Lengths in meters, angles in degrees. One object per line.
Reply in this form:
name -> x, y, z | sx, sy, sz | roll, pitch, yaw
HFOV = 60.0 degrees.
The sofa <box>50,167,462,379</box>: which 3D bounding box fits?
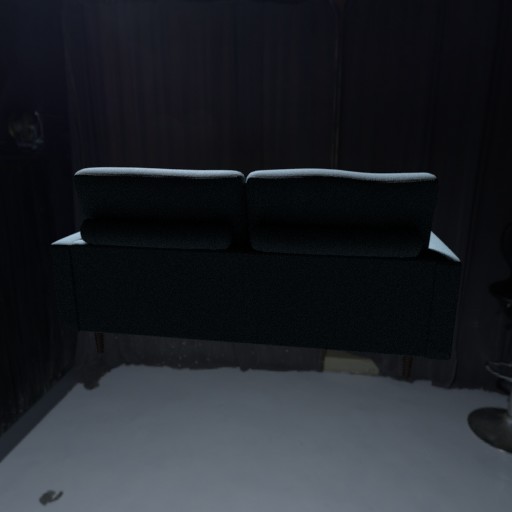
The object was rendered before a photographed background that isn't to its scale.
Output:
sofa -> 0.000, 0.000, 2.576 | 2.010, 1.050, 0.966 | 3, 16, 9
